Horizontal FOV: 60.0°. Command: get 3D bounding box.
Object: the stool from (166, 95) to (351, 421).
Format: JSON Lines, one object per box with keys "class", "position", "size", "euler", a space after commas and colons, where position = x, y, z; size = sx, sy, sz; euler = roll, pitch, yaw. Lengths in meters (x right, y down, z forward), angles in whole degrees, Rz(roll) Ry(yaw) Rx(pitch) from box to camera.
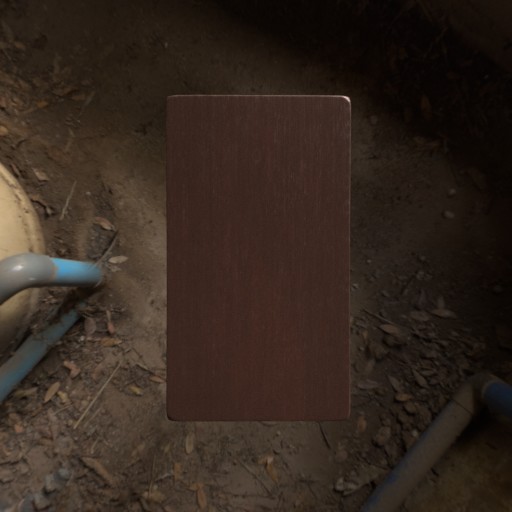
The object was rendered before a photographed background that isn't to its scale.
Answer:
{"class": "stool", "position": [0.000, 0.000, 0.854], "size": [0.322, 0.610, 0.406], "euler": [0, 91, -1]}
